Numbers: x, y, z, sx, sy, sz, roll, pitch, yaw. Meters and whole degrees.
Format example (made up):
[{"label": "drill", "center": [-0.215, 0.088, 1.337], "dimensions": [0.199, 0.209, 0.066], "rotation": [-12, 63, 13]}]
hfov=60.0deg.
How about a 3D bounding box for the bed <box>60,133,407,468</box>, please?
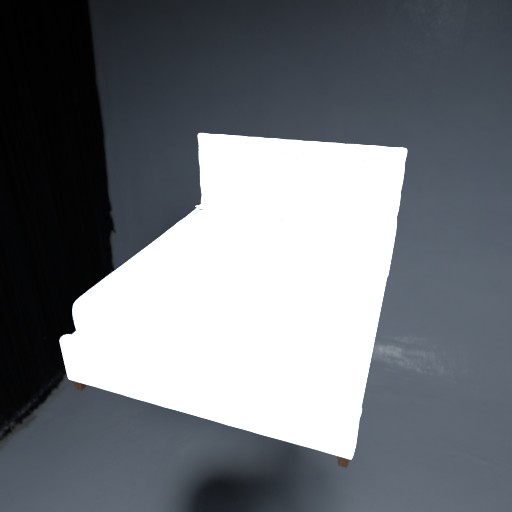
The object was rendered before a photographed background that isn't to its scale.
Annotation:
[{"label": "bed", "center": [0.000, 0.000, 3.621], "dimensions": [2.078, 1.427, 2.387], "rotation": [9, 28, 17]}]
